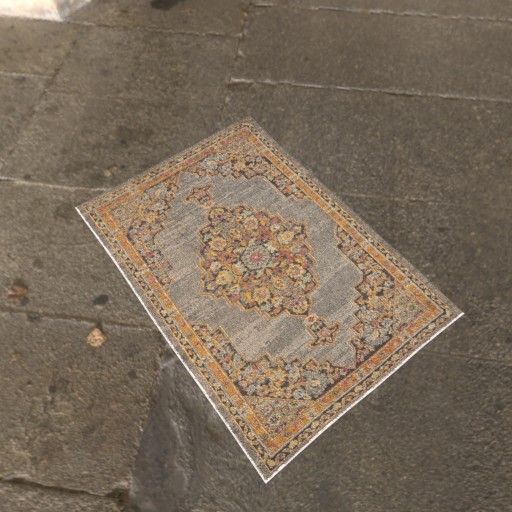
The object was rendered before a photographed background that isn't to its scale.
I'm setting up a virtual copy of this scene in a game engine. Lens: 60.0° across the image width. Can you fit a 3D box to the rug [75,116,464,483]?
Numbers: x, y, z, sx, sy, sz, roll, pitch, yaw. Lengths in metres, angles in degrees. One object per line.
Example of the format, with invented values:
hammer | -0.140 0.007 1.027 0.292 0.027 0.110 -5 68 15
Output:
rug | 0.000 0.000 4.078 2.158 0.024 3.063 -33 64 -18
